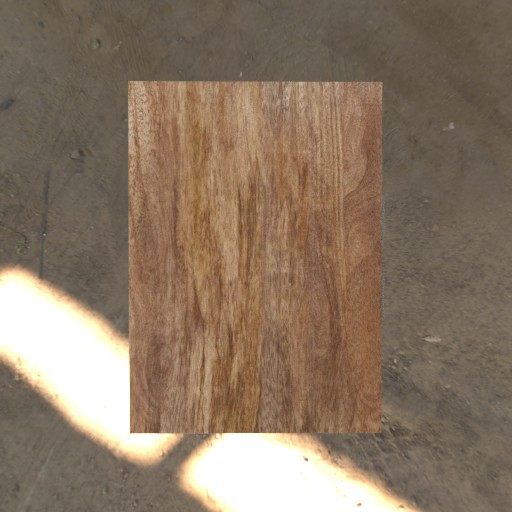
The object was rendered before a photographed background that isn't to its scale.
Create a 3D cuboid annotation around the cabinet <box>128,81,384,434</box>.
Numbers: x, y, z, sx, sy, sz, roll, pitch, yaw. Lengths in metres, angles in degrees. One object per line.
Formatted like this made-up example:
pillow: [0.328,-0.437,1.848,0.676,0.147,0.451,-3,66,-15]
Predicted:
cabinet: [0.000,0.000,1.193,0.473,0.758,0.647,0,91,-1]
